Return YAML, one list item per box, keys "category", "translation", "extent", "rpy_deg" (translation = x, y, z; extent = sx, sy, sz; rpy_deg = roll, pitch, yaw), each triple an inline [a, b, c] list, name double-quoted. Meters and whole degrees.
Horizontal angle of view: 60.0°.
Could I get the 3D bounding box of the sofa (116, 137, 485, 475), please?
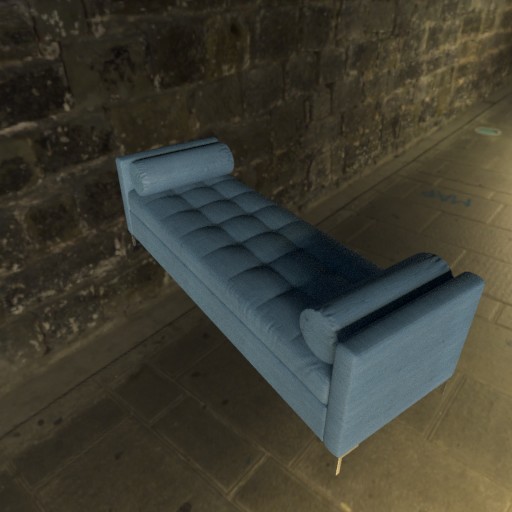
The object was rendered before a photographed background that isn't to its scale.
- category: "sofa"
  translation: [0.000, 0.000, 2.295]
  extent: [0.686, 0.635, 1.981]
  rpy_deg: [-21, 39, -29]
